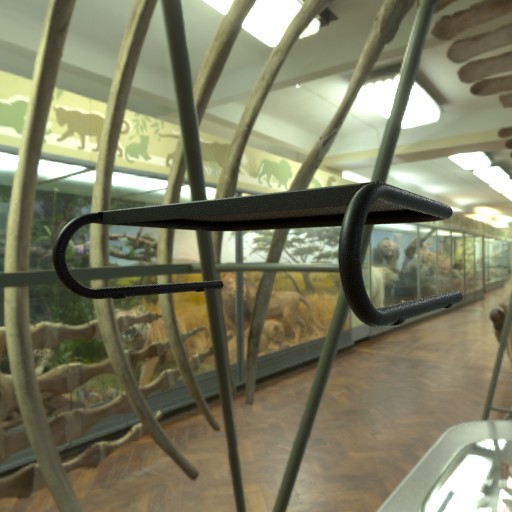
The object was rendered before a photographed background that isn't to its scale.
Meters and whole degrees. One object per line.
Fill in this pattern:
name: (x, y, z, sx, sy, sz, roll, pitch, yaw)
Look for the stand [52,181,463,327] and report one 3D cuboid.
stand: (0.000, 0.000, 0.496, 0.370, 0.108, 0.280, 0, 0, 38)
